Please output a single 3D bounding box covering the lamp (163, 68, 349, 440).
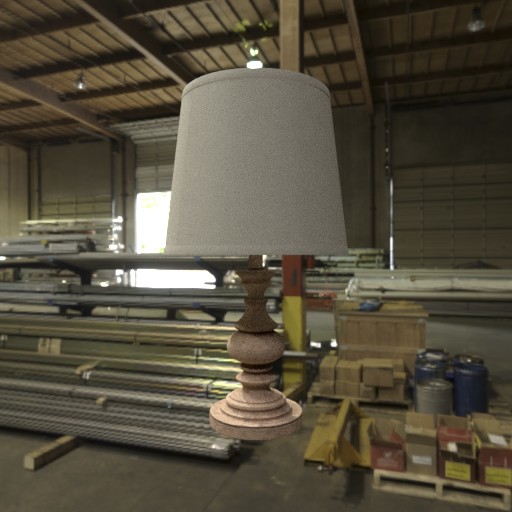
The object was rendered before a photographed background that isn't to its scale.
[{"bbox_3d":[0.000,0.000,0.665,0.273,0.497,0.273,0,0,0],"label":"lamp"}]
